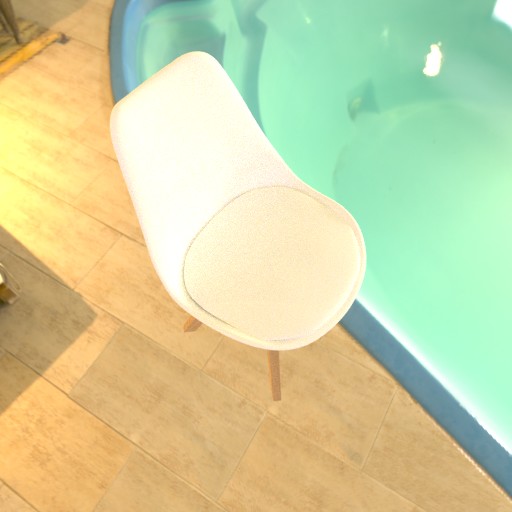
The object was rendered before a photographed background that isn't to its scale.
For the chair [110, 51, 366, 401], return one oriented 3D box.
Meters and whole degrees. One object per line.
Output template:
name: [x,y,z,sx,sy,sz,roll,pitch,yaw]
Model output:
chair: [0.000,0.000,1.162,0.550,0.849,0.485,33,64,18]
